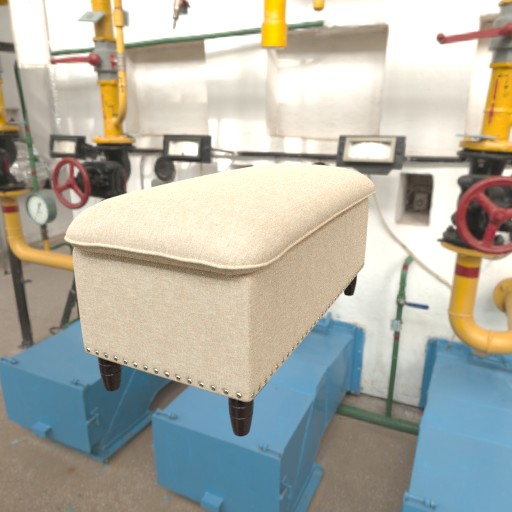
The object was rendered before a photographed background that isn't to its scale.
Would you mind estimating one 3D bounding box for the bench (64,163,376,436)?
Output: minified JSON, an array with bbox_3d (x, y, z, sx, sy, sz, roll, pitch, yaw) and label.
[{"bbox_3d":[0.000,0.000,1.291,0.483,0.483,0.991,8,19,25],"label":"bench"}]
